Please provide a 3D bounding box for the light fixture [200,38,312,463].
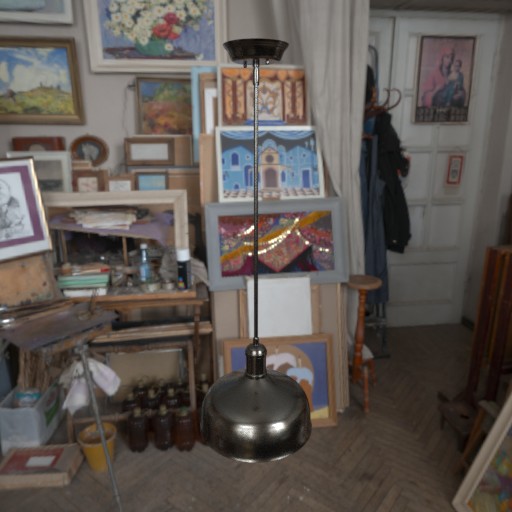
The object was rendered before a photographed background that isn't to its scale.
[{"bbox_3d":[0.000,0.000,1.072,0.299,0.935,0.299,15,21,43],"label":"light fixture"}]
